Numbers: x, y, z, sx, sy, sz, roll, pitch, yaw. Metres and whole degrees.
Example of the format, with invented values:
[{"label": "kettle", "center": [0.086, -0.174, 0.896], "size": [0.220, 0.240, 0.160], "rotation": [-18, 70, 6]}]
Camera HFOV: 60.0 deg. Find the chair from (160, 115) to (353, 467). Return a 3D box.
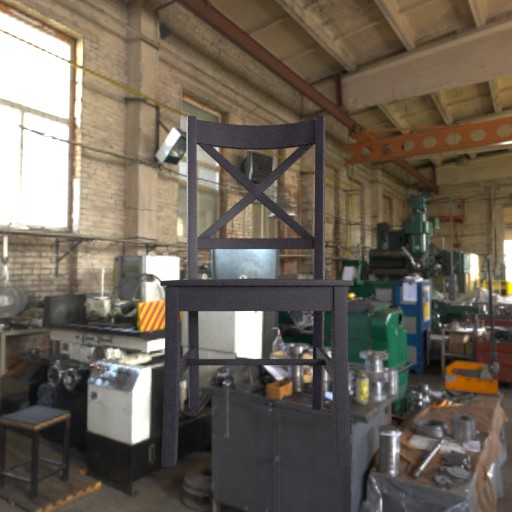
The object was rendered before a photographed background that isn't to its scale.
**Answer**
[{"label": "chair", "center": [0.000, 0.000, 1.287], "size": [0.485, 0.983, 0.542], "rotation": [0, -2, 0]}]
